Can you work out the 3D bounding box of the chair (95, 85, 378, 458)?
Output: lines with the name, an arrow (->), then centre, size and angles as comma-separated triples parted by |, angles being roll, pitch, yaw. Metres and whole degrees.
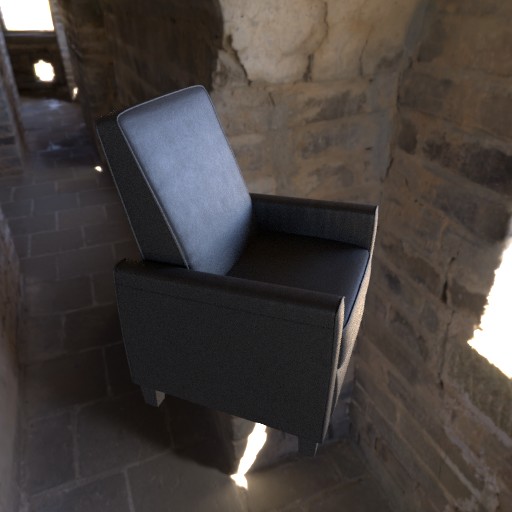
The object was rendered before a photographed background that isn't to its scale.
chair -> 0.000, 0.000, 1.520 | 0.746, 1.013, 0.705 | 11, 33, 18
